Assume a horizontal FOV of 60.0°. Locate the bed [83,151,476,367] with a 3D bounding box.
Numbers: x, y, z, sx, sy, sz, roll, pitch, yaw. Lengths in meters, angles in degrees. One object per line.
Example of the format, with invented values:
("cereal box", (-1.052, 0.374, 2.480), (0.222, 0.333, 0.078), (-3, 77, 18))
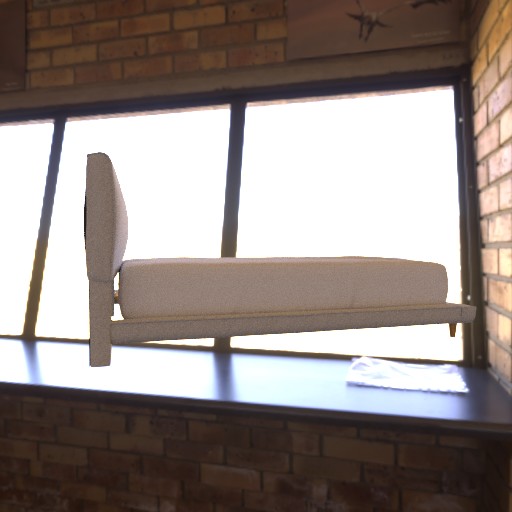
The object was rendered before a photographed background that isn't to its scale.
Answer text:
("bed", (0.000, 0.000, 3.543), (2.498, 1.126, 1.980), (0, 1, -17))
